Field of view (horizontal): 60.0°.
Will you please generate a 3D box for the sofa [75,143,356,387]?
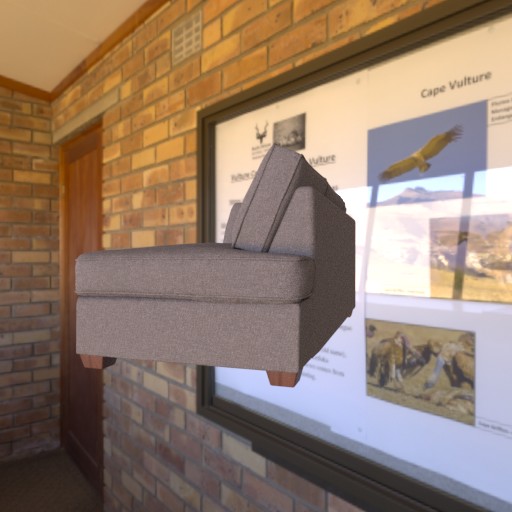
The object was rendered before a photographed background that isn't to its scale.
[{"bbox_3d":[0.000,0.000,2.913,1.110,1.033,2.237,0,0,18],"label":"sofa"}]
